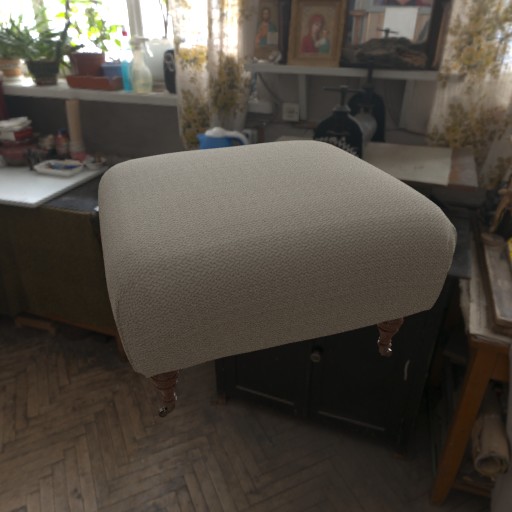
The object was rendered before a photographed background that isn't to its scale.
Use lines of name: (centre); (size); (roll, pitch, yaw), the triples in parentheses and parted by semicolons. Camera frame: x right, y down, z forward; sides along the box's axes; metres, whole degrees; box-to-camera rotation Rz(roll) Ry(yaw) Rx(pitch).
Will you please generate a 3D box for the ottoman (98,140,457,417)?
ottoman: (0.000, 0.000, 1.076); (0.684, 0.447, 0.622); (-10, 31, -17)
